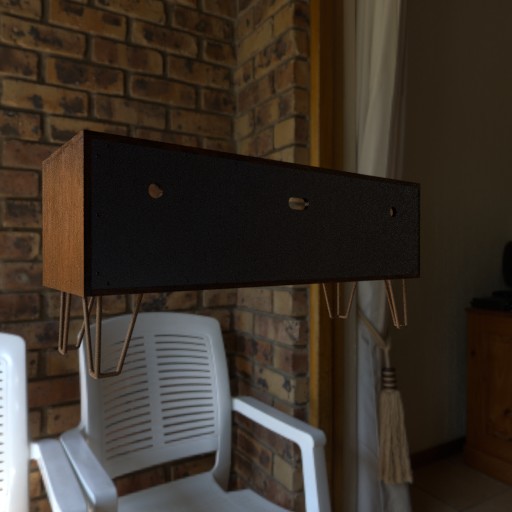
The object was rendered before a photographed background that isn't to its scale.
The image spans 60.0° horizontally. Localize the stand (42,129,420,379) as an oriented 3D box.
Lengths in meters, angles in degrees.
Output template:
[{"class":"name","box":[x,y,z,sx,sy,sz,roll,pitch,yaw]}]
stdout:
[{"class":"stand","box":[0.000,0.000,1.654,1.372,0.610,0.481,0,0,-36]}]
